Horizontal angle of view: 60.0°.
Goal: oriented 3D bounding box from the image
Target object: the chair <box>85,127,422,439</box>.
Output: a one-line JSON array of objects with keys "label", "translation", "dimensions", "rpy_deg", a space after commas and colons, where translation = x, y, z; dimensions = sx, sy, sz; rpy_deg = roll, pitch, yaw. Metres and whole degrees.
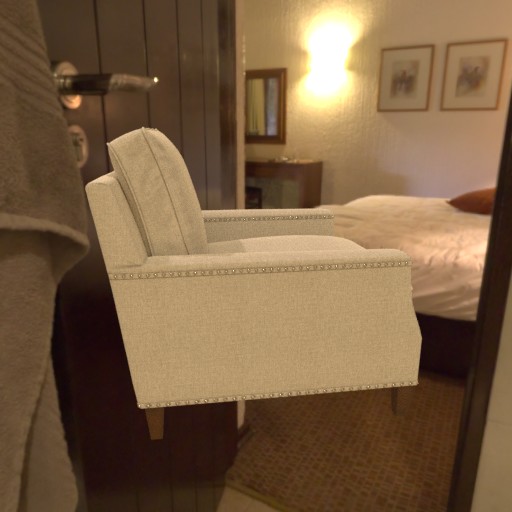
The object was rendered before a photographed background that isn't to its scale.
[{"label": "chair", "translation": [0.000, 0.000, 1.697], "dimensions": [1.014, 0.943, 0.853], "rpy_deg": [-2, 16, -8]}]
